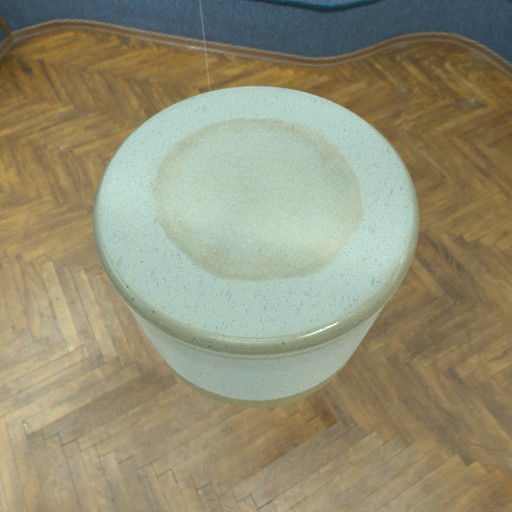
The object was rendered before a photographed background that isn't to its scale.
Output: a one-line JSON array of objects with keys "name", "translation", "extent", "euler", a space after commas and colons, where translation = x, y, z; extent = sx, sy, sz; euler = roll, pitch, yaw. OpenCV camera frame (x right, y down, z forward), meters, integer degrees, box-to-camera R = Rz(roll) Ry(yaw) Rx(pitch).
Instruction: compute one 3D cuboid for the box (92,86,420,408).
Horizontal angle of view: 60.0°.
[{"name": "box", "translation": [0.000, 0.000, 0.260], "extent": [0.154, 0.123, 0.154], "euler": [0, 60, 0]}]
